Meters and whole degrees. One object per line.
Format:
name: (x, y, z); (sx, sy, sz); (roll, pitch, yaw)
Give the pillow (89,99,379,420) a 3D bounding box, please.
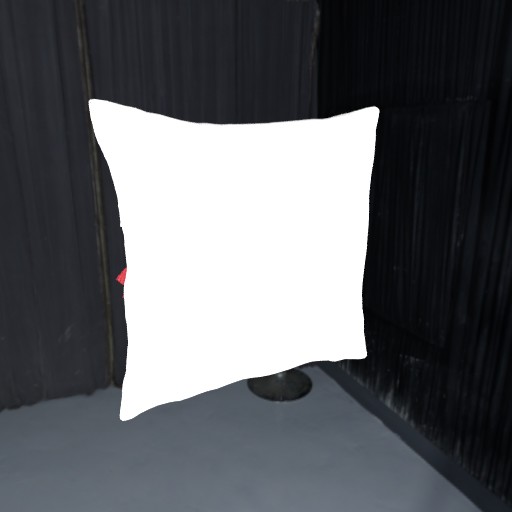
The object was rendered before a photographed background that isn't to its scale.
pillow: (0.000, 0.000, 0.668); (0.433, 0.436, 0.173); (-7, 17, -24)
